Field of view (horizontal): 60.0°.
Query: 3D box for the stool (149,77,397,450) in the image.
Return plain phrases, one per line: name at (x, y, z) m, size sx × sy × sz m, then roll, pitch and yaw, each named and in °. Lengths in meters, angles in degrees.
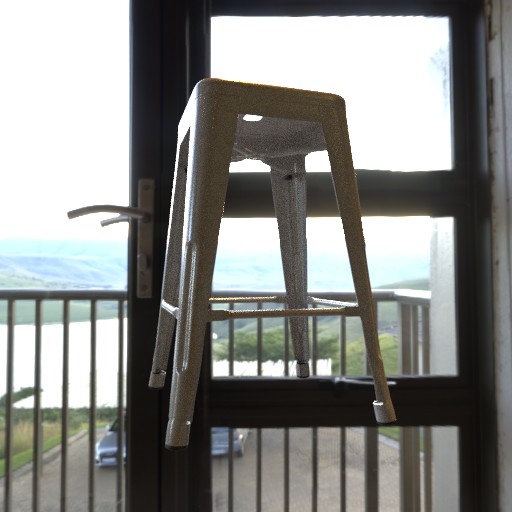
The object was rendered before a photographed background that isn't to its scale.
stool at (0.000, 0.000, 0.925) m, size 0.406 × 0.610 × 0.406 m, roll 1°, pitch -2°, yaw -17°
